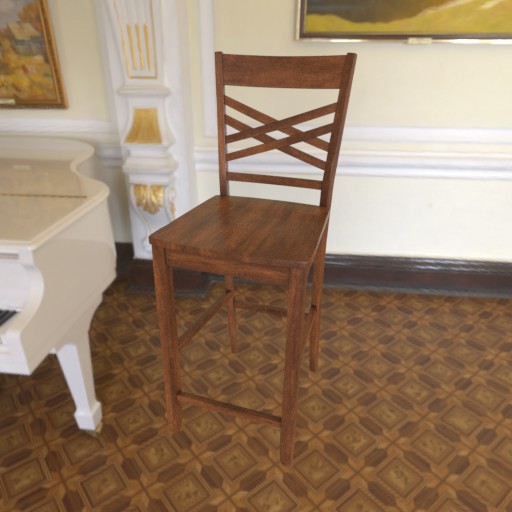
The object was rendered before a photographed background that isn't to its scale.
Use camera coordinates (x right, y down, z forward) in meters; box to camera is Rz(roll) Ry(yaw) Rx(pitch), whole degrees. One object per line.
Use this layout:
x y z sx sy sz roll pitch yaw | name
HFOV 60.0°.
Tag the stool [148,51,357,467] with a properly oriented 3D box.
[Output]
0.000 0.000 1.324 0.426 1.098 0.504 9 27 17 | stool
